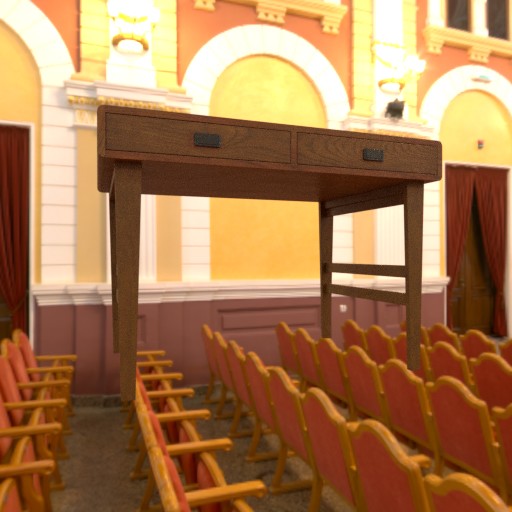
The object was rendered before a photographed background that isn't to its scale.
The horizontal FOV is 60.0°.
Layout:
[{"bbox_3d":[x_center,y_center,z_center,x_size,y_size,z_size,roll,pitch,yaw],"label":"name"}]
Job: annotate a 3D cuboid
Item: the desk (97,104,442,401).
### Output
[{"bbox_3d":[0.000,0.000,1.581,1.066,0.754,0.660,0,0,-20],"label":"desk"}]
